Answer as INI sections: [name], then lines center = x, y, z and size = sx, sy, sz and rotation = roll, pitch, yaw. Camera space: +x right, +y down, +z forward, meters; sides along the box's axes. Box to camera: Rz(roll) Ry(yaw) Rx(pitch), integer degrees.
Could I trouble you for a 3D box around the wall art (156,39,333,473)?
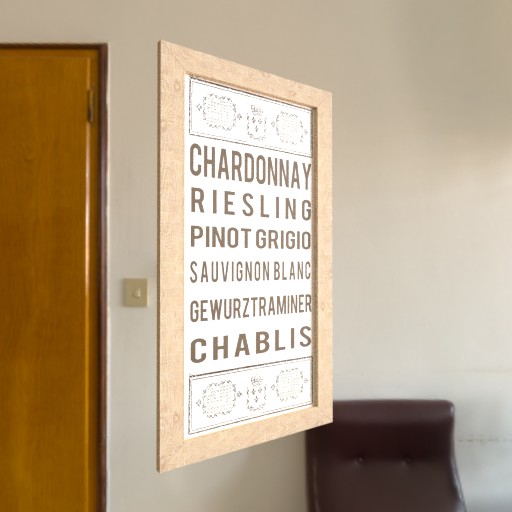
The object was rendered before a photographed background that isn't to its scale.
[wall art]
center = 0.000, 0.000, 0.814
size = 0.381, 0.683, 0.013
rotation = 0, -1, -36
